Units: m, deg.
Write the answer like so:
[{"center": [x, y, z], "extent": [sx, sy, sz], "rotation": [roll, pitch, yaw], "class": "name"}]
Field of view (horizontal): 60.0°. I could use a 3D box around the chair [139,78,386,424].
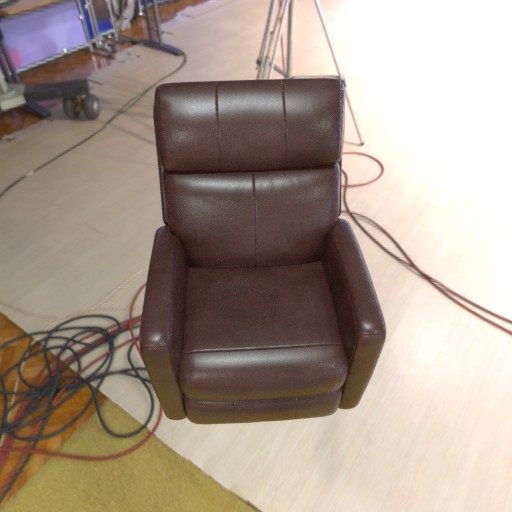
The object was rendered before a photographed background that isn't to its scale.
[{"center": [0.000, 0.000, 1.674], "extent": [0.787, 1.016, 0.939], "rotation": [-3, 46, -3], "class": "chair"}]
